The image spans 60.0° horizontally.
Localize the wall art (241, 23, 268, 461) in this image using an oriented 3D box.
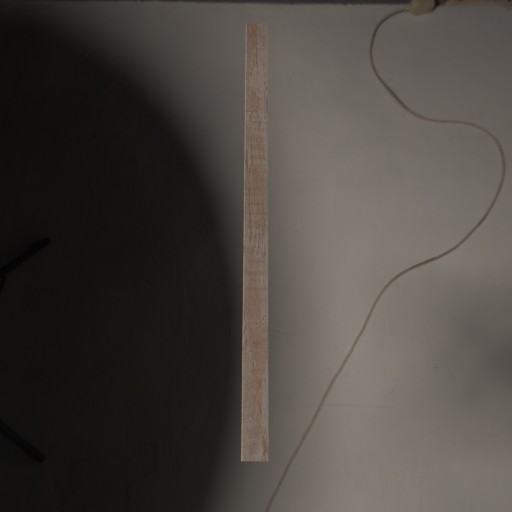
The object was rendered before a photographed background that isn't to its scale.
[{"bbox_3d":[0.000,0.000,1.785,0.070,1.009,1.320,0,77,0],"label":"wall art"}]
